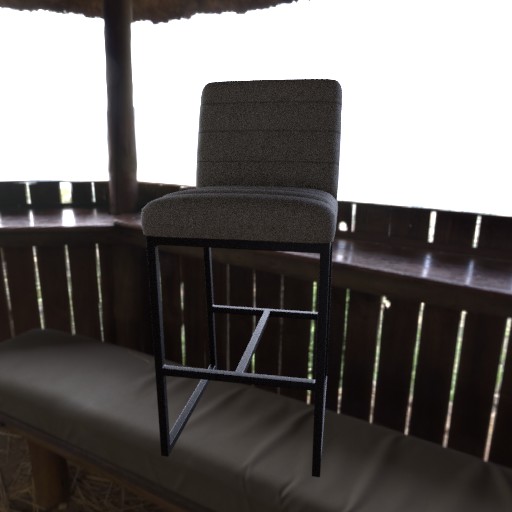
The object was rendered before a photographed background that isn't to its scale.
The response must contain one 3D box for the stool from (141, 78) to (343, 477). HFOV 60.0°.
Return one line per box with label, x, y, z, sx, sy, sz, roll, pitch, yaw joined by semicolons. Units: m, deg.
stool;0.000;0.000;1.305;0.459;1.034;0.571;3;15;10
